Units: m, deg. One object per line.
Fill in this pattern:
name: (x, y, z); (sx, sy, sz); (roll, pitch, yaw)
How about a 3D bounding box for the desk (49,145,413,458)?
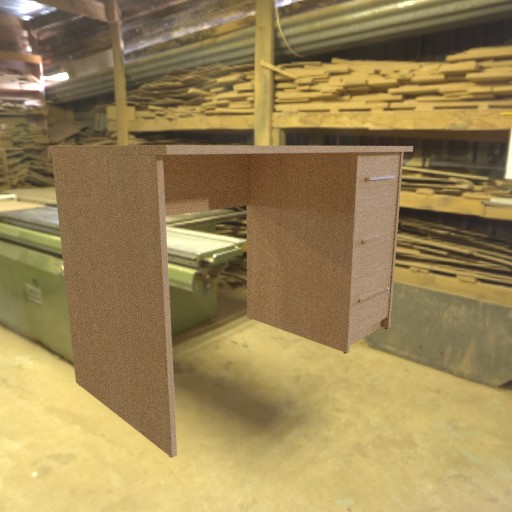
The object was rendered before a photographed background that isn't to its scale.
desk: (0.000, 0.000, 1.527); (0.560, 0.735, 1.097); (13, 19, 42)
